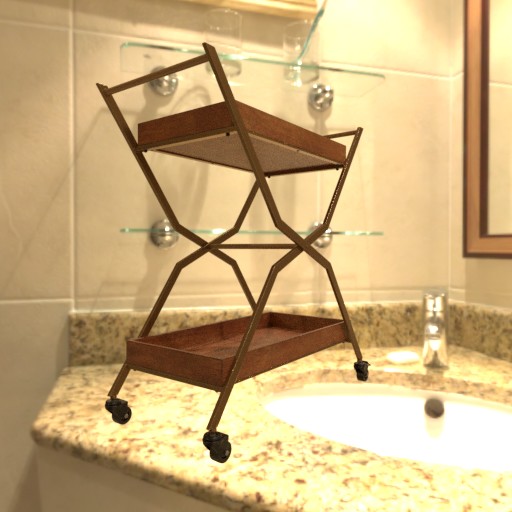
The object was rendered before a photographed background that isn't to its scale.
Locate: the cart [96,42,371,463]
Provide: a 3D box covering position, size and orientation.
[{"bbox_3d":[0.000,0.000,1.336,0.405,0.869,0.836,1,1,37],"label":"cart"}]
